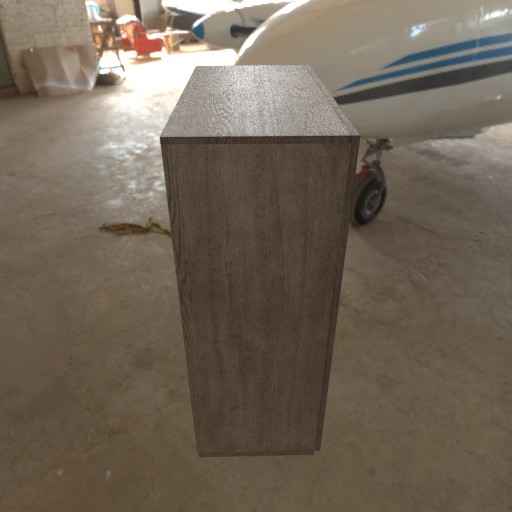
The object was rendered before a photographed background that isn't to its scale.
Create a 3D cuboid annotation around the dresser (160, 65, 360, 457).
[{"bbox_3d":[0.000,0.000,1.815,0.483,1.295,0.967,-1,33,-1],"label":"dresser"}]
